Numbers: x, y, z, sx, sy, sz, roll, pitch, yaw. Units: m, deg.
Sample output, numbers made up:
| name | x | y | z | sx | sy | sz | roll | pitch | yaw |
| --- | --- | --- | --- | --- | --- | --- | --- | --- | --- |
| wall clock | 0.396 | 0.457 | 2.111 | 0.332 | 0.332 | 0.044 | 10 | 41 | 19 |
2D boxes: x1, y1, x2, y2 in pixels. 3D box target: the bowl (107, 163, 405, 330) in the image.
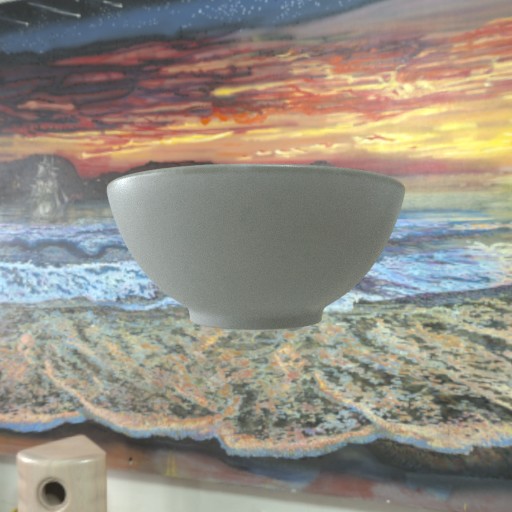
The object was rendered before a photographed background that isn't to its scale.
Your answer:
| name | x | y | z | sx | sy | sz | roll | pitch | yaw |
| --- | --- | --- | --- | --- | --- | --- | --- | --- | --- |
| bowl | 0.000 | 0.000 | 0.420 | 0.268 | 0.121 | 0.268 | 0 | 0 | 0 |
